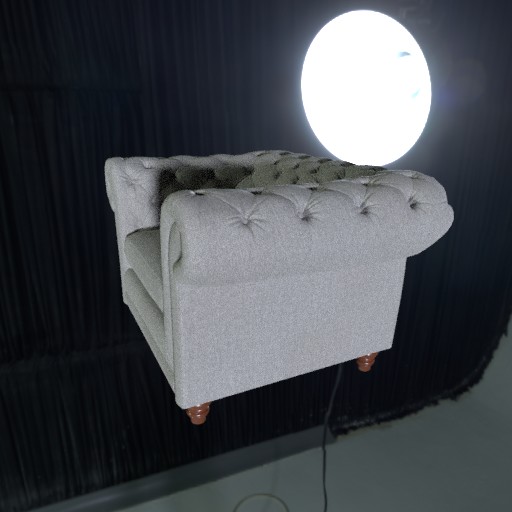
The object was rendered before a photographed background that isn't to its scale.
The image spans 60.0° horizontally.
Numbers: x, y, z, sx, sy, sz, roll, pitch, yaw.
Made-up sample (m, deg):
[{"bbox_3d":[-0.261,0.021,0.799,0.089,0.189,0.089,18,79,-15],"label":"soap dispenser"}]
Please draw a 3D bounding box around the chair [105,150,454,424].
[{"bbox_3d":[0.000,0.000,1.845,0.976,0.770,1.270,-9,20,-25],"label":"chair"}]
